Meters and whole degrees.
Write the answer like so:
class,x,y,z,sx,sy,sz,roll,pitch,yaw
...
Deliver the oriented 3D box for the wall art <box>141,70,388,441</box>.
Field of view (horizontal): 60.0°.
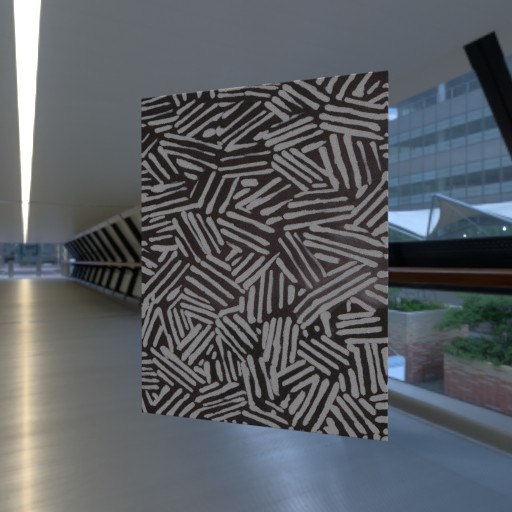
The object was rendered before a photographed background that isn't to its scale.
class,x,y,z,sx,sy,sz,roll,pitch,yaw
wall art,0.000,0.000,1.339,0.765,1.017,0.038,0,0,17
